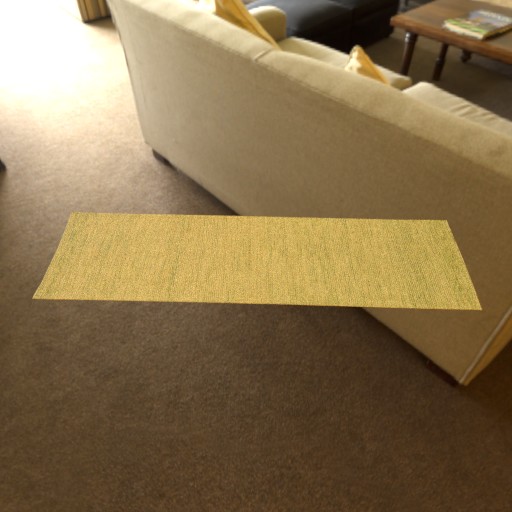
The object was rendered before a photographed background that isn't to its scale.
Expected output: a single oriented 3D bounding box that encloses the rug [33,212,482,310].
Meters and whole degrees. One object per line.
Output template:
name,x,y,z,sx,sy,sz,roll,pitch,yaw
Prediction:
rug,0.000,0.000,2.520,2.340,0.013,0.686,1,46,1
